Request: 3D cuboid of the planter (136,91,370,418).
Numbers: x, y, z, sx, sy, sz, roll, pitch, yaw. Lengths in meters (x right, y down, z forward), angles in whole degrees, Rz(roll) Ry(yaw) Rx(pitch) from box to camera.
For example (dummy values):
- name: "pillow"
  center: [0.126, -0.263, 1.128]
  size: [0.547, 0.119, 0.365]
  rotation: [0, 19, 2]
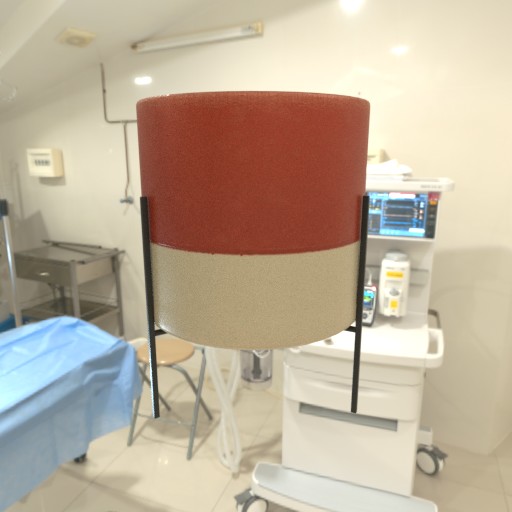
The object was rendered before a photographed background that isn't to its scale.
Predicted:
- name: "planter"
  center: [0.000, 0.000, 0.717]
  size: [0.354, 0.465, 0.345]
  rotation: [7, 15, 27]
